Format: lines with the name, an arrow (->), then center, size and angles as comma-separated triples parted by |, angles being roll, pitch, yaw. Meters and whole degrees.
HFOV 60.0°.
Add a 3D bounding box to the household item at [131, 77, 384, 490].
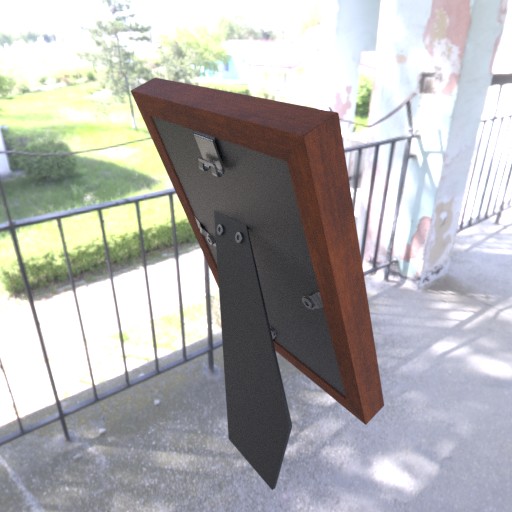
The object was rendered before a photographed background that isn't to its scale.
household item -> 0.000, 0.000, 0.285 | 0.096, 0.204, 0.160 | -19, 33, -32
